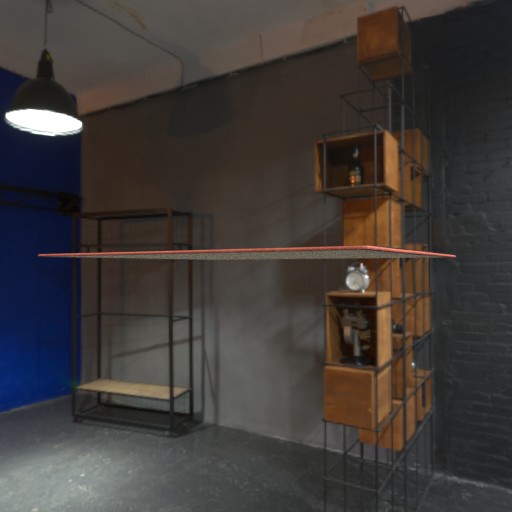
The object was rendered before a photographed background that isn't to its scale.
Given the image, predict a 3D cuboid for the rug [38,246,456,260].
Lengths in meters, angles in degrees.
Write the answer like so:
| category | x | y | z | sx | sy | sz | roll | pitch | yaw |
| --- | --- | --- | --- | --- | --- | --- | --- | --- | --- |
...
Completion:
| category | x | y | z | sx | sy | sz | roll | pitch | yaw |
| --- | --- | --- | --- | --- | --- | --- | --- | --- | --- |
| rug | 0.000 | 0.000 | 4.046 | 2.976 | 0.018 | 2.430 | -1 | -2 | 34 |
